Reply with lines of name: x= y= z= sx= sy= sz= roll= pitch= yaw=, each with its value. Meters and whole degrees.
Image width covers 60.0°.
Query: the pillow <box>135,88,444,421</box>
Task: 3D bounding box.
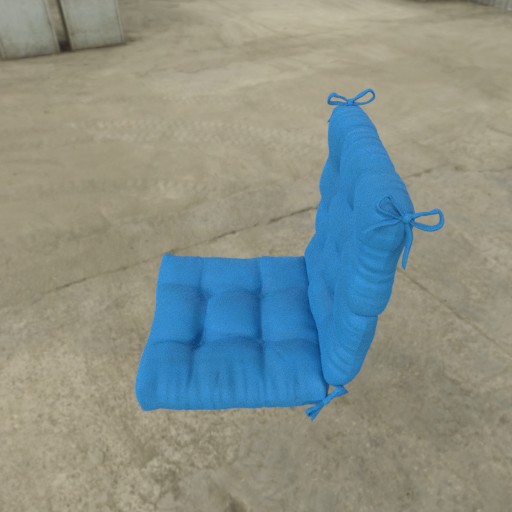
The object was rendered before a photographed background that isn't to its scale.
pillow: x=0.000 y=0.000 z=1.029 sx=0.571 sy=0.605 sz=0.519 roll=-1 pitch=41 yaw=-1
